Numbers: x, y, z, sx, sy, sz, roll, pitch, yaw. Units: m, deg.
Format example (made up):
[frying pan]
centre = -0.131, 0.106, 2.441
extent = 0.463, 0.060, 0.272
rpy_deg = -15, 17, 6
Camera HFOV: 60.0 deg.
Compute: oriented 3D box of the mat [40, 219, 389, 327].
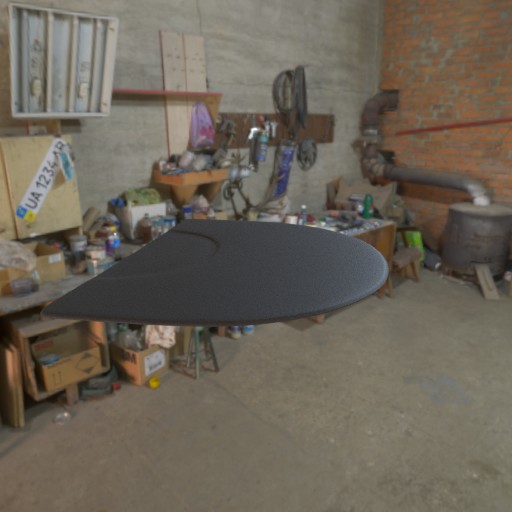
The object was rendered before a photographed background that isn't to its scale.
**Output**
[mat]
centre = 0.000, 0.000, 1.601
extent = 0.917, 0.016, 1.220
rpy_deg = 3, 16, 9
